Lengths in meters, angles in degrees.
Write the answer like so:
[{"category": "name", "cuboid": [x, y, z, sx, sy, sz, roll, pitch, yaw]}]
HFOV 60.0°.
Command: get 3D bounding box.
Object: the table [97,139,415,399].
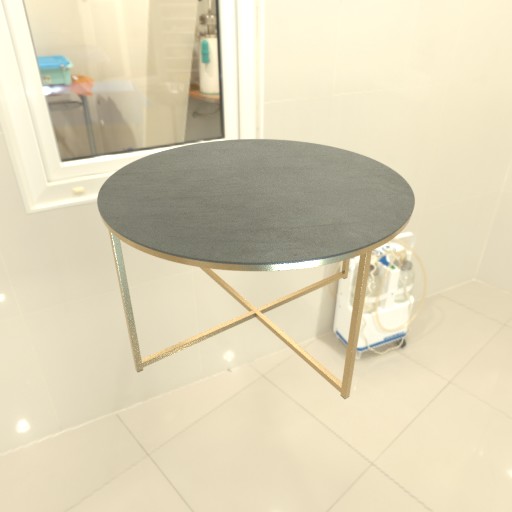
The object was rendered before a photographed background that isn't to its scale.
[{"category": "table", "cuboid": [0.000, 0.000, 1.283, 0.800, 0.450, 0.800, 0, 31, 0]}]
